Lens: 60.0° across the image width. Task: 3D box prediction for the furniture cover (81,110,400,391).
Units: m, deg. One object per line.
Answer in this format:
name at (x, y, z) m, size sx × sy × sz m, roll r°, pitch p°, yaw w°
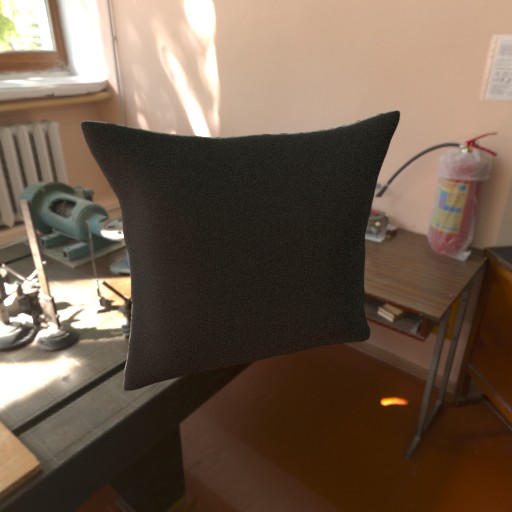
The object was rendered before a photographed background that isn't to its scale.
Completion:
furniture cover at (0.000, 0.000, 0.802) m, size 0.525 × 0.498 × 0.180 m, roll -8°, pitch 27°, yaw -15°
